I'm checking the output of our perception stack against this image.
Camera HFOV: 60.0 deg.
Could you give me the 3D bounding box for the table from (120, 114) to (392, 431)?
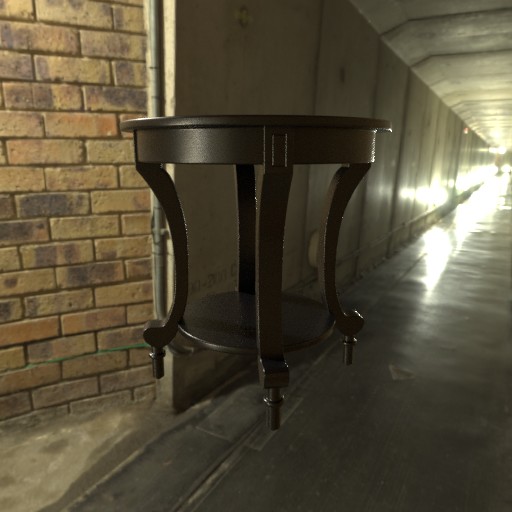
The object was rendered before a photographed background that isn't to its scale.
[{"bbox_3d":[0.000,0.000,1.084,0.597,0.618,0.597,0,14,0],"label":"table"}]
